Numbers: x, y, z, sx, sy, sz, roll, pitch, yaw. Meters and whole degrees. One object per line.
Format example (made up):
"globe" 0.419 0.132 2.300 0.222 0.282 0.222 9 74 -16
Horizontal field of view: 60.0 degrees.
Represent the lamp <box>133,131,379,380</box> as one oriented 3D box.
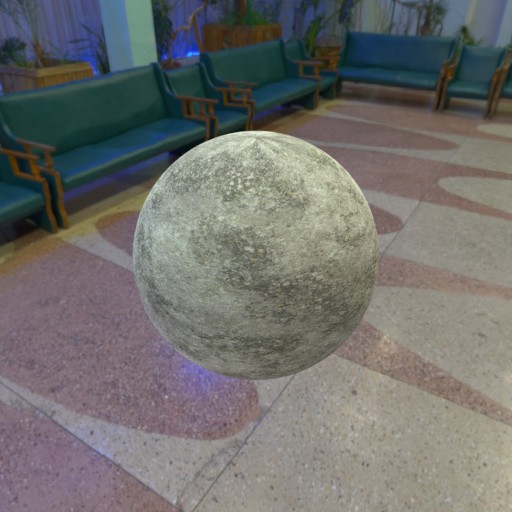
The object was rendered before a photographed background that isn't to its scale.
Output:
"lamp" 0.000 0.000 0.787 0.422 0.429 0.422 0 32 0
